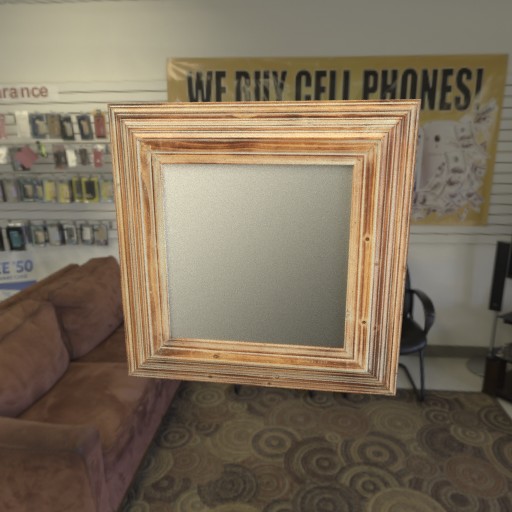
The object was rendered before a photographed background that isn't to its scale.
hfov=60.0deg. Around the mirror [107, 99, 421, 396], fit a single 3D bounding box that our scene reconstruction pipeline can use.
[{"bbox_3d":[0.000,0.000,1.216,0.804,0.804,0.061,2,14,8],"label":"mirror"}]
